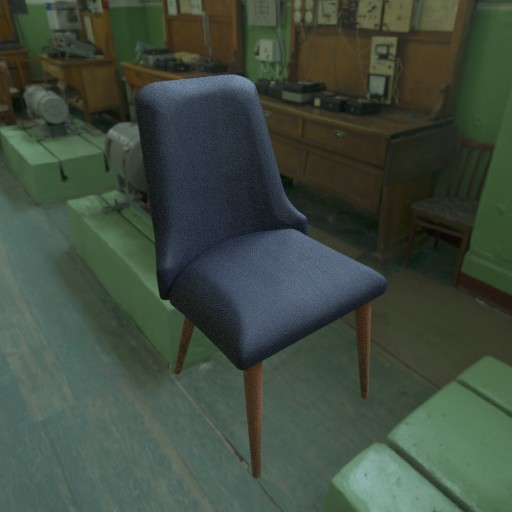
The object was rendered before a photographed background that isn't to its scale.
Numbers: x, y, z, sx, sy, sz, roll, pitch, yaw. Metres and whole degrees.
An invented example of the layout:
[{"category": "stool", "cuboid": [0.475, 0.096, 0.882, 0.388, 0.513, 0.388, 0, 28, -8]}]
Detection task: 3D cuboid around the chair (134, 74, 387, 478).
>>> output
[{"category": "chair", "cuboid": [0.000, 0.000, 1.166, 0.504, 0.820, 0.567, -21, 36, -32]}]
